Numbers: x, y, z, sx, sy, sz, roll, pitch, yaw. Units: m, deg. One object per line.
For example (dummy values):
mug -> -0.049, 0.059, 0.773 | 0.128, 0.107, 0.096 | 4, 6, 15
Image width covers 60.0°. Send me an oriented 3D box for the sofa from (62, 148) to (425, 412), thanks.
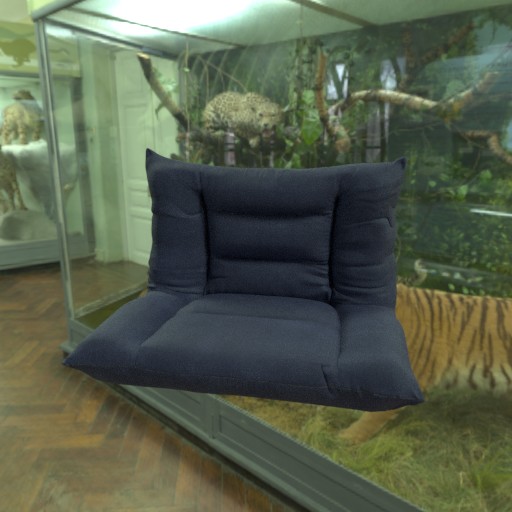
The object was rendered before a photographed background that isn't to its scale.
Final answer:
sofa -> 0.000, 0.000, 1.662 | 1.122, 0.778, 0.849 | 3, 15, 11
